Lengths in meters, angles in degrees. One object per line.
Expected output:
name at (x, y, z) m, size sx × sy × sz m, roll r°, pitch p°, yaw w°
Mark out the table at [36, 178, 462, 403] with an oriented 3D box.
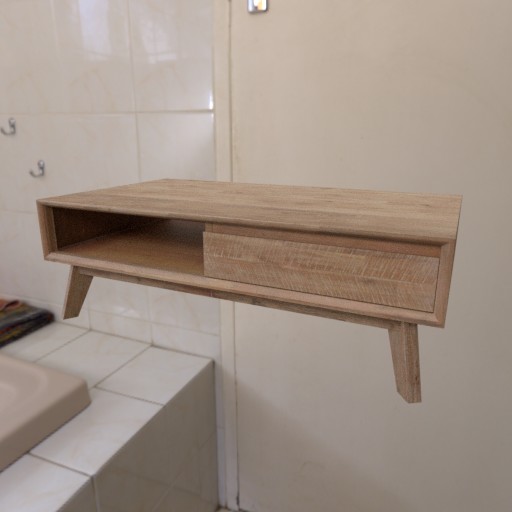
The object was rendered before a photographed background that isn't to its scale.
table at (0.000, 0.000, 1.998) m, size 1.619 × 0.531 × 0.918 m, roll 7°, pitch 18°, yaw 24°
